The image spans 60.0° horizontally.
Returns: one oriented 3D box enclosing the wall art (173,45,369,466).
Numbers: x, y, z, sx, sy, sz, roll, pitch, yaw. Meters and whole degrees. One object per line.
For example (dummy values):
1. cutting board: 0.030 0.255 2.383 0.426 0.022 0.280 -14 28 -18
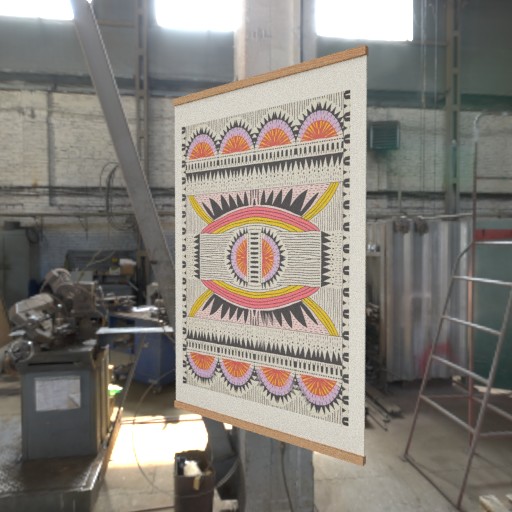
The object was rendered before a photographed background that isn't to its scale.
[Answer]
1. wall art: 0.000 0.000 1.919 0.999 1.533 0.028 1 2 37
